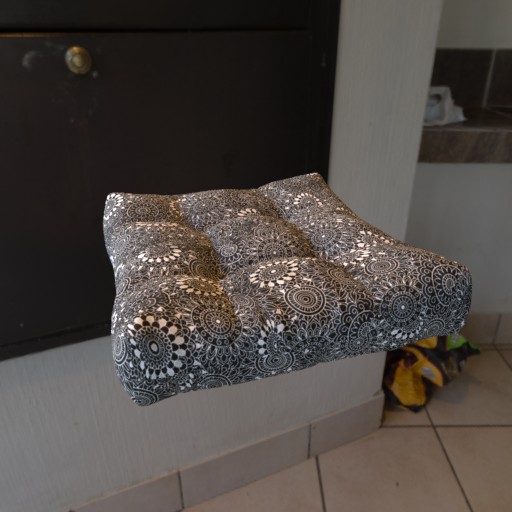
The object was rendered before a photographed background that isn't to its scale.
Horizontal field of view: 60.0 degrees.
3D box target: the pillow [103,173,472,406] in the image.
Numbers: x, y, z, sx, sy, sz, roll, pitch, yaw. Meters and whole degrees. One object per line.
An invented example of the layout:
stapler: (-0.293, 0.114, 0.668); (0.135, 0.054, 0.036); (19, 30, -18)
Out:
pillow: (0.000, 0.000, 0.727); (0.468, 0.128, 0.490); (-9, 28, -17)
